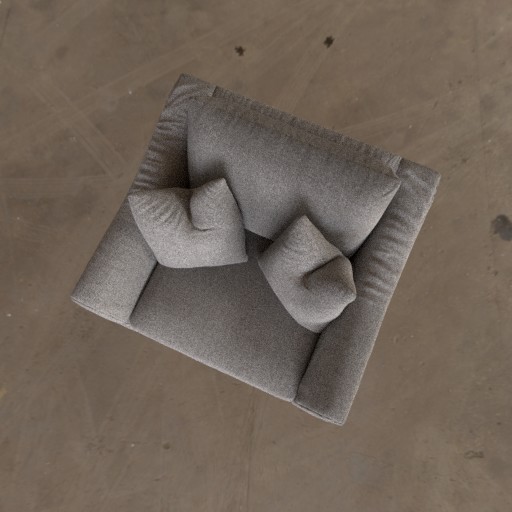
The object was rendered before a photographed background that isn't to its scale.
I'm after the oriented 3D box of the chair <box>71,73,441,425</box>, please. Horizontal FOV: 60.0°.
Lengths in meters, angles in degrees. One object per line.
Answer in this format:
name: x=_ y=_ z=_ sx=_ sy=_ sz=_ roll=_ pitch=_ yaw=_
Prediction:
chair: x=0.000 y=0.000 z=2.040 sx=1.194 sy=1.059 sz=1.071 roll=23 pitch=75 yaw=7
